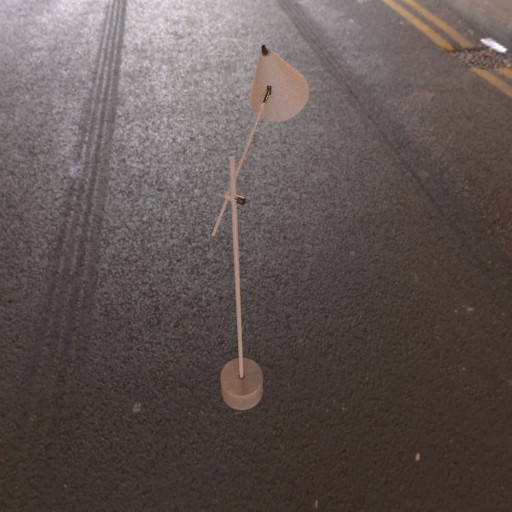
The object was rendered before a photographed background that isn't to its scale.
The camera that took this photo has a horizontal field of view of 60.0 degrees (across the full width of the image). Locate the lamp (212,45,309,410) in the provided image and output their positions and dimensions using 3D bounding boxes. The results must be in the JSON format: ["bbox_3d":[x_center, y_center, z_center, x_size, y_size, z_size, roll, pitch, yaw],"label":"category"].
[{"bbox_3d":[0.000,0.000,1.617,0.223,1.430,0.508,22,49,20],"label":"lamp"}]
